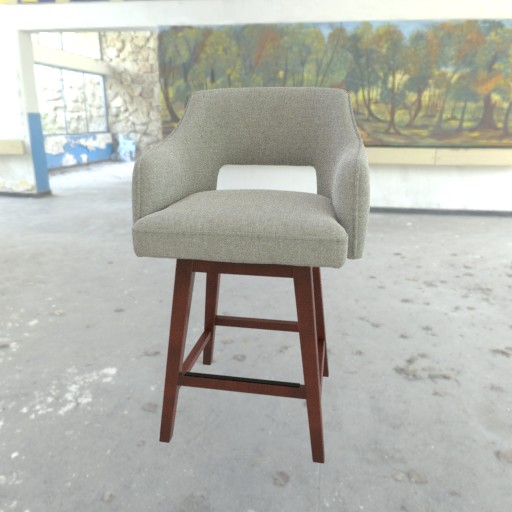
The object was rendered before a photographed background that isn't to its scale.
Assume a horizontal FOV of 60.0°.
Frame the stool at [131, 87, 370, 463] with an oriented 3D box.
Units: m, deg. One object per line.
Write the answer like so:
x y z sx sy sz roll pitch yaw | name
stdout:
0.000 0.000 1.277 0.599 0.944 0.558 3 17 10 | stool
